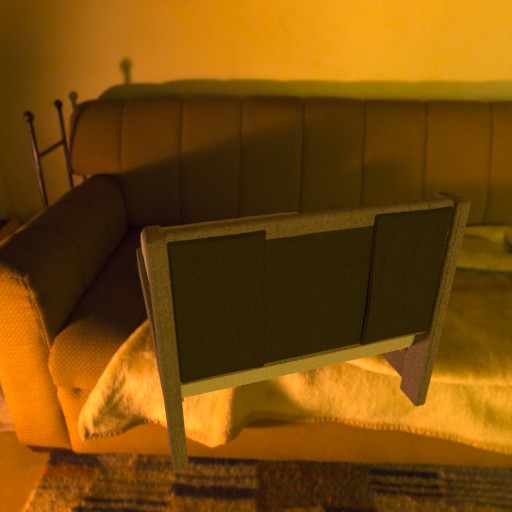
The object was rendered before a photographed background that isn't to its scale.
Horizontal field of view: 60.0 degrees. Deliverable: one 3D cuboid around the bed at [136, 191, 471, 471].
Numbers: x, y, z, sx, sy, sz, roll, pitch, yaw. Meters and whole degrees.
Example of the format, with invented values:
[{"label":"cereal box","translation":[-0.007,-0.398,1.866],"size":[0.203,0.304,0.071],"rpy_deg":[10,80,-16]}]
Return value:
[{"label":"bed","translation":[0.000,0.000,3.414],"size":[1.714,1.481,2.245],"rpy_deg":[-8,28,-16]}]
